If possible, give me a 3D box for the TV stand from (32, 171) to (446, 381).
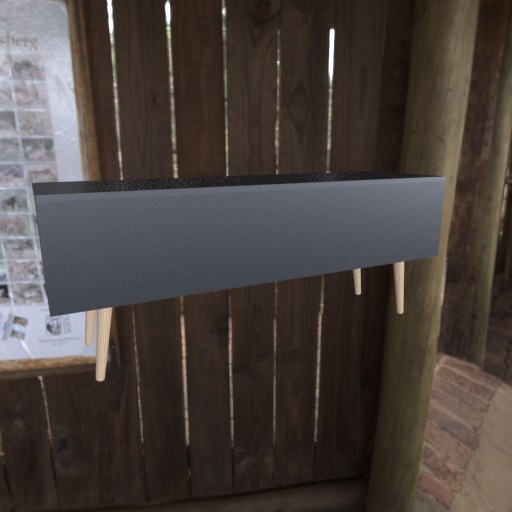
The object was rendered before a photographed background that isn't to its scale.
[{"bbox_3d":[0.000,0.000,1.512,1.312,0.518,0.390,-7,16,-26],"label":"TV stand"}]
